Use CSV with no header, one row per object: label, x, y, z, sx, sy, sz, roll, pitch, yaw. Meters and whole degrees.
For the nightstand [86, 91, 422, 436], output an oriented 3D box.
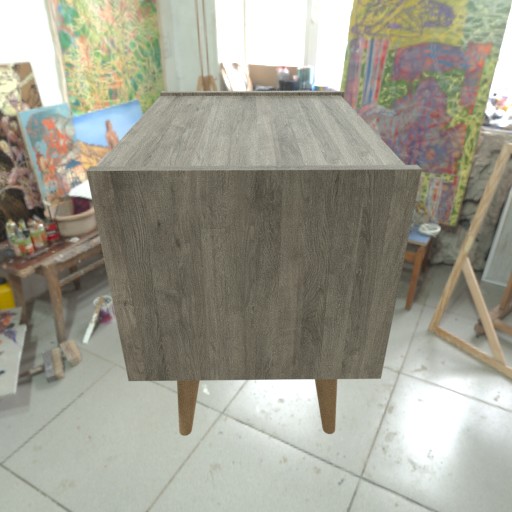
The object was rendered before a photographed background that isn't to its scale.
nightstand,0.000,0.000,0.823,0.380,0.500,0.480,0,30,-1
